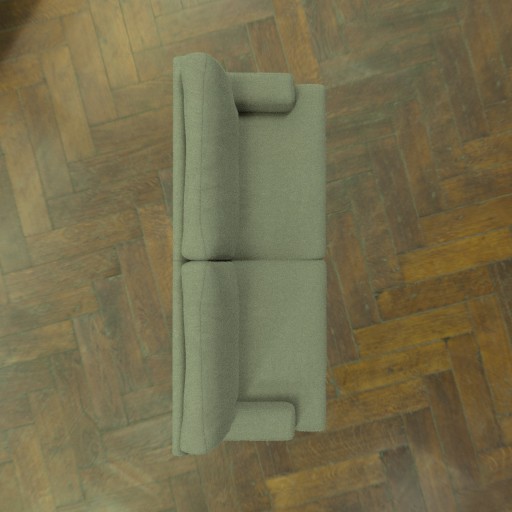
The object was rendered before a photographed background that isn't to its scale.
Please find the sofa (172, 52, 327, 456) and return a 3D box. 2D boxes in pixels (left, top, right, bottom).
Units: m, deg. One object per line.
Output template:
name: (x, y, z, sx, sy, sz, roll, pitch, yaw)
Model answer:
sofa: (0.000, 0.000, 2.878, 0.962, 0.980, 2.354, 0, 89, 1)
